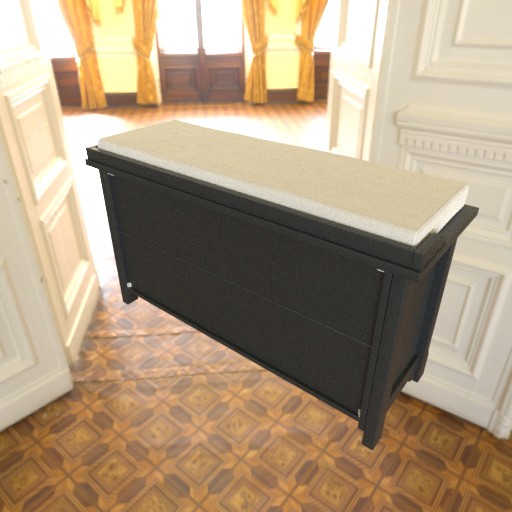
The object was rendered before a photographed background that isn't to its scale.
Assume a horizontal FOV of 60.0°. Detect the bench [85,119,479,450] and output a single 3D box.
[{"bbox_3d":[0.000,0.000,1.224,0.973,0.561,0.345,22,37,33],"label":"bench"}]
